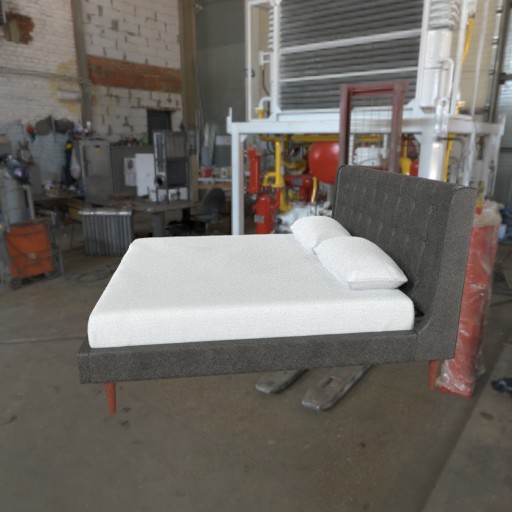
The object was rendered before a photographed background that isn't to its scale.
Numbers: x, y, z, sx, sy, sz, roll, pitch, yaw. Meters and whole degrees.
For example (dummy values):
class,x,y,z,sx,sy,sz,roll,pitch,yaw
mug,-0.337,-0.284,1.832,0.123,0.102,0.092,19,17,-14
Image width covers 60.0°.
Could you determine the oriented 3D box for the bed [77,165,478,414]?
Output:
class,x,y,z,sx,sy,sz,roll,pitch,yaw
bed,0.000,0.000,3.152,2.031,1.158,1.903,-2,15,-7
